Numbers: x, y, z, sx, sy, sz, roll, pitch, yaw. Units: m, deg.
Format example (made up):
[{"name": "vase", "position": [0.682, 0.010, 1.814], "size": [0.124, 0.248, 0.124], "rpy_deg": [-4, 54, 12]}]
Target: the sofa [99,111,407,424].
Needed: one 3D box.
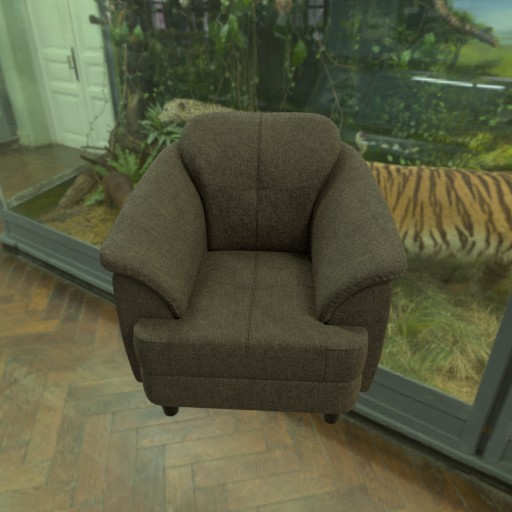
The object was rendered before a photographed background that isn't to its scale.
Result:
[{"name": "sofa", "position": [0.000, 0.000, 1.518], "size": [0.870, 0.811, 0.794], "rpy_deg": [2, 30, 3]}]
